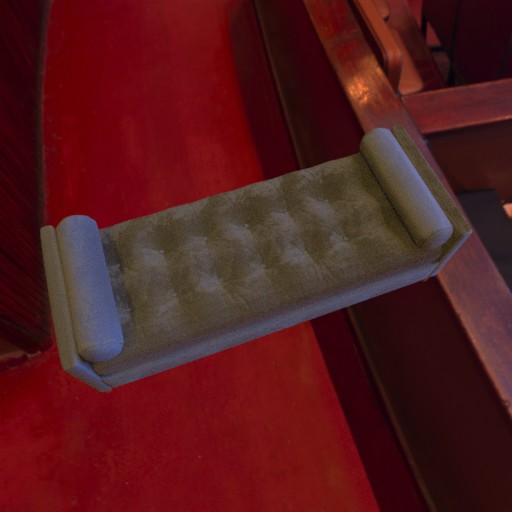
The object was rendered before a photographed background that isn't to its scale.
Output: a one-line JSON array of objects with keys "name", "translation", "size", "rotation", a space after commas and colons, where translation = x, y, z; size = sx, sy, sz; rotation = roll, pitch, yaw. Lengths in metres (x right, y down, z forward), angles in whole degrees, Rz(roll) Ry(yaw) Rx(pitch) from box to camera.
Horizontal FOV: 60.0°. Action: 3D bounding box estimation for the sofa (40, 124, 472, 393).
[{"name": "sofa", "translation": [0.000, 0.000, 2.516], "size": [2.102, 0.705, 0.796], "rotation": [-18, 64, -9]}]
